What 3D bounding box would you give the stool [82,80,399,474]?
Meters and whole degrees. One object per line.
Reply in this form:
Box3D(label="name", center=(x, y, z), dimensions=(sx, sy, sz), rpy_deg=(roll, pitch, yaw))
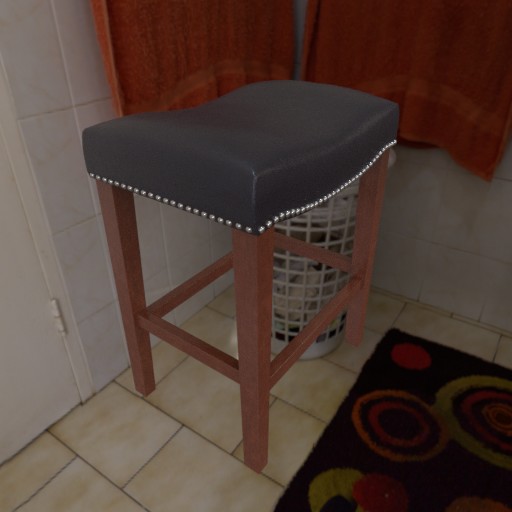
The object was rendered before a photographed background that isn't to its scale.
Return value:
Box3D(label="stool", center=(0.000, 0.000, 0.964), dimensions=(0.372, 0.654, 0.504), rpy_deg=(21, 37, 30))
